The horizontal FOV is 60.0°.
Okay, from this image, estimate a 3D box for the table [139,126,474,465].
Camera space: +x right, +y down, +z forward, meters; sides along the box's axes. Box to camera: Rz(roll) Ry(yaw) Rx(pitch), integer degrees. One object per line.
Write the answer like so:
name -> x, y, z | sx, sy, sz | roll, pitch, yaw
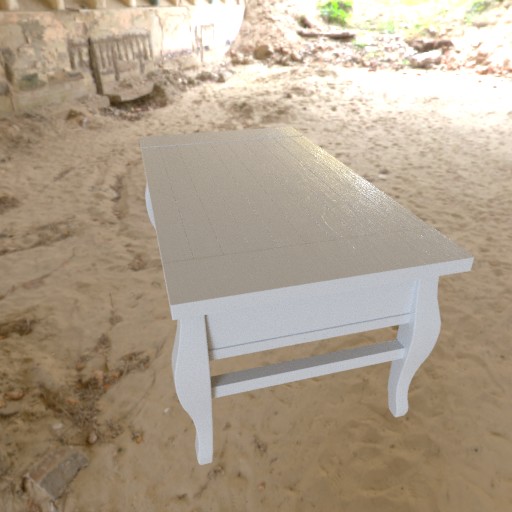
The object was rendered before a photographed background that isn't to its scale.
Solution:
table -> 0.000, 0.000, 1.356 | 0.600, 0.495, 1.062 | -8, 31, -13
